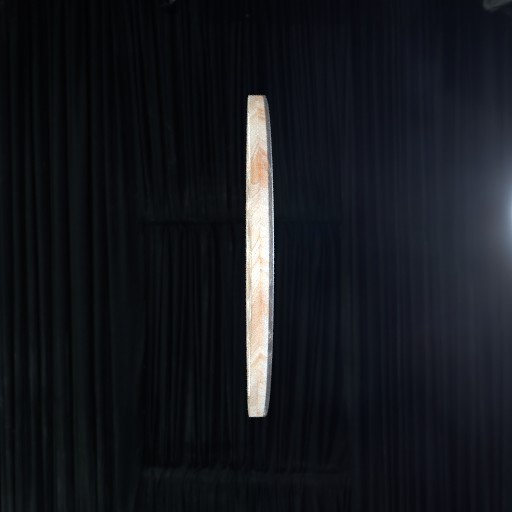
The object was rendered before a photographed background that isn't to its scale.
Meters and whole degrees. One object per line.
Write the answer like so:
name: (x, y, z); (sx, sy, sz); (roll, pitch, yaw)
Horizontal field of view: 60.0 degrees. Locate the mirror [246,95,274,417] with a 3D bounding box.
mirror: (0.000, 0.000, 1.044); (0.038, 0.710, 0.710); (0, 2, -2)
